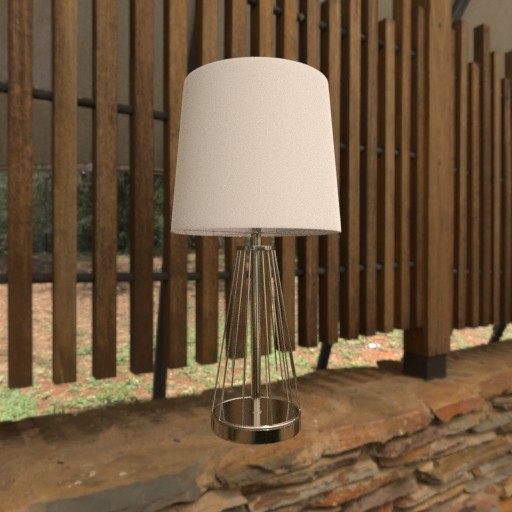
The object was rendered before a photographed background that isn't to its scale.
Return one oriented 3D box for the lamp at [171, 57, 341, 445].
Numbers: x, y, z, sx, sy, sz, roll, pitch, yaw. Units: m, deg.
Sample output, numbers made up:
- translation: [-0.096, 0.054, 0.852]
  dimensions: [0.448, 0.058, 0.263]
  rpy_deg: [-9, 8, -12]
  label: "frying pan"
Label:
- translation: [0.000, 0.000, 0.804]
  dimensions: [0.303, 0.618, 0.303]
  rpy_deg: [0, 0, 0]
  label: "lamp"
